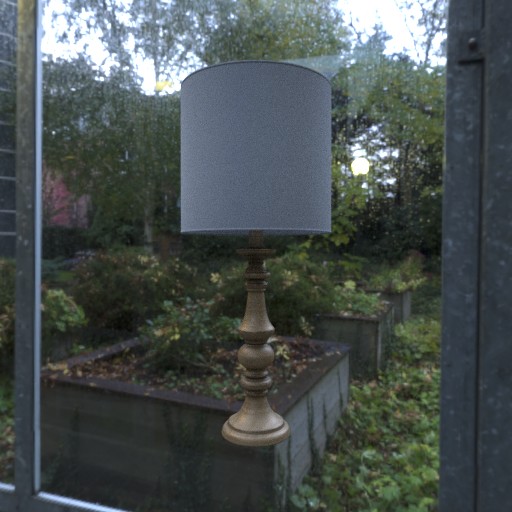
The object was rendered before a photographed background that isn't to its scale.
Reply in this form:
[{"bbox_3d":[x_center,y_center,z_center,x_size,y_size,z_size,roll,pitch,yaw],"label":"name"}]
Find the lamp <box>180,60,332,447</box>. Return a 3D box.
[{"bbox_3d":[0.000,0.000,0.748,0.250,0.597,0.250,1,1,37],"label":"lamp"}]
